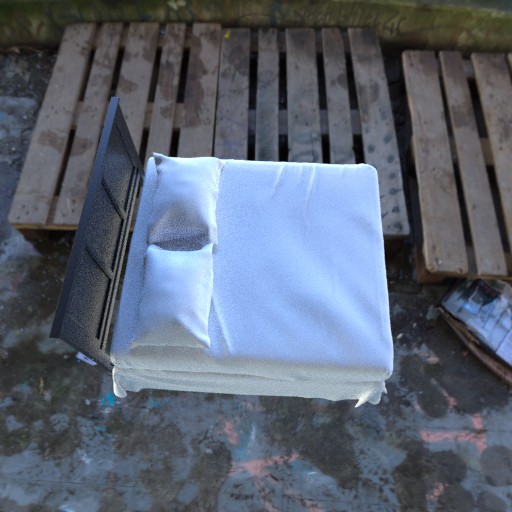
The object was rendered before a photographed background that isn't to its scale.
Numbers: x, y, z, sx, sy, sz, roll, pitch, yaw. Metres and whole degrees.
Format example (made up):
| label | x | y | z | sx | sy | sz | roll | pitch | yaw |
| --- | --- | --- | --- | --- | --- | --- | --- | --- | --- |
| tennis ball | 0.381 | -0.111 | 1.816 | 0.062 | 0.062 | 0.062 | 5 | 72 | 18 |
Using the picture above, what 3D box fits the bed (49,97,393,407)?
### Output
| label | x | y | z | sx | sy | sz | roll | pitch | yaw |
| --- | --- | --- | --- | --- | --- | --- | --- | --- | --- |
| bed | 0.000 | 0.000 | 3.161 | 2.050 | 1.270 | 1.870 | 3 | 64 | 1 |
